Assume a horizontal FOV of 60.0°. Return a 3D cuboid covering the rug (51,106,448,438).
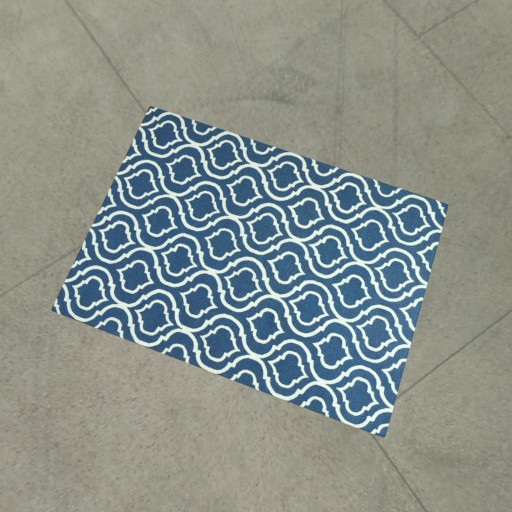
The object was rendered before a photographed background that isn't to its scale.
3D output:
[{"bbox_3d":[0.000,0.000,2.817,2.134,0.010,1.524,20,76,5],"label":"rug"}]
